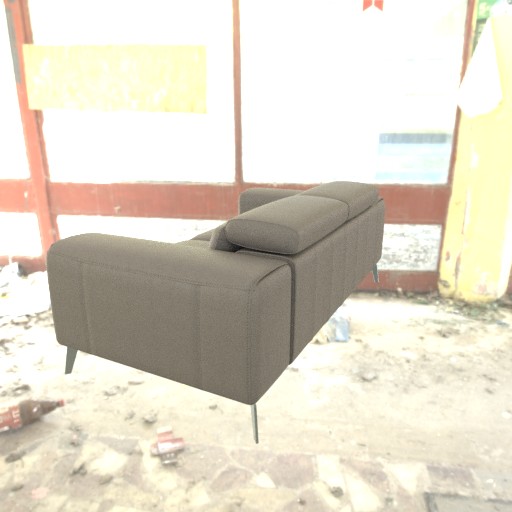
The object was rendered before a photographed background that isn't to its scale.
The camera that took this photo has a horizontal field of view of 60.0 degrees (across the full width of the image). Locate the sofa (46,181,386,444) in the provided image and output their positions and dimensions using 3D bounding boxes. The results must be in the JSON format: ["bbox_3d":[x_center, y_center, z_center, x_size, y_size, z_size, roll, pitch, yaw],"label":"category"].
[{"bbox_3d":[0.000,0.000,2.478,1.024,0.753,1.930,9,19,26],"label":"sofa"}]
